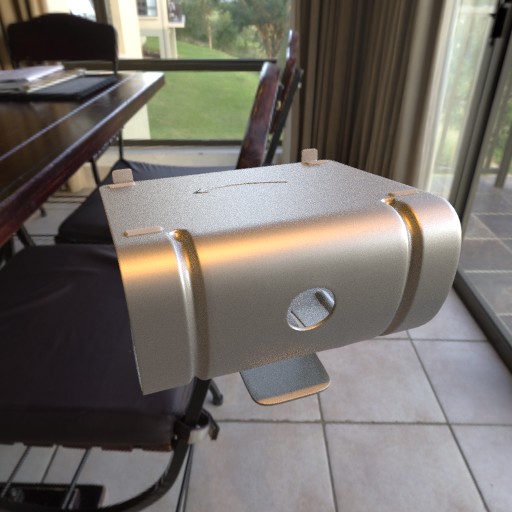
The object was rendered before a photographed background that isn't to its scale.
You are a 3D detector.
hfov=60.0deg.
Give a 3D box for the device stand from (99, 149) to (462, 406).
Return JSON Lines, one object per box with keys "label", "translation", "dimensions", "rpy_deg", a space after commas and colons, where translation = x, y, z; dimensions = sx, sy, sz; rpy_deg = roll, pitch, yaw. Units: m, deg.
{"label": "device stand", "translation": [0.000, 0.000, 0.409], "dimensions": [0.256, 0.155, 0.236], "rpy_deg": [-10, 32, -16]}
